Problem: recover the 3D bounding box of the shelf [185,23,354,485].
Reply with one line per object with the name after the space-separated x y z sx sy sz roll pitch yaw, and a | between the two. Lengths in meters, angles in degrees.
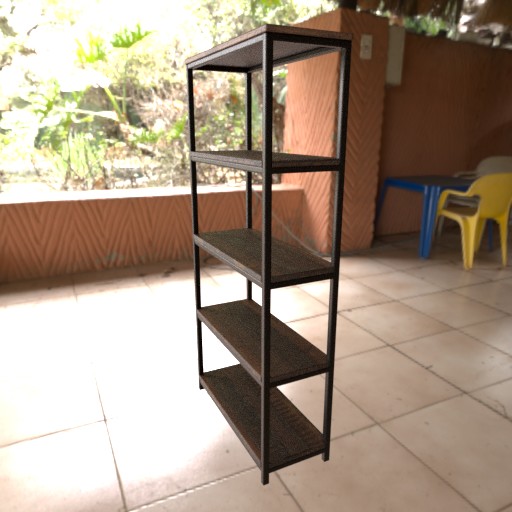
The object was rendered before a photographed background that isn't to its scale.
0.000 0.000 2.167 0.359 1.860 0.874 -8 18 -25 | shelf
